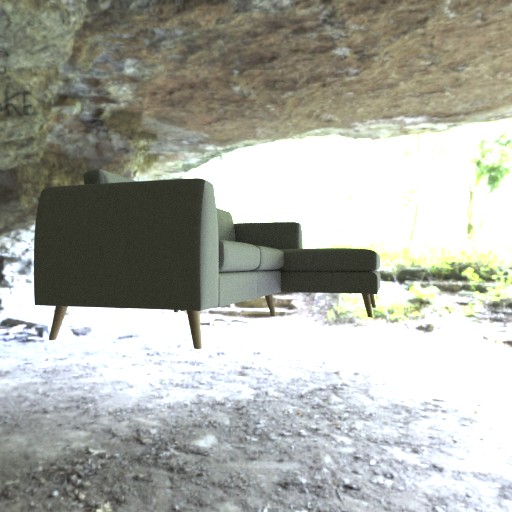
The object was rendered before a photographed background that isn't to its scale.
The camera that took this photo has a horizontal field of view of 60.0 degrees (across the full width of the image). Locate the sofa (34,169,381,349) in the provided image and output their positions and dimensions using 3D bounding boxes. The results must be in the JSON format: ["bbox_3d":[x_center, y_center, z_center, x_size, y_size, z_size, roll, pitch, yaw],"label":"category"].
[{"bbox_3d":[0.000,0.000,3.011,1.580,0.860,2.300,0,-1,17],"label":"sofa"}]
